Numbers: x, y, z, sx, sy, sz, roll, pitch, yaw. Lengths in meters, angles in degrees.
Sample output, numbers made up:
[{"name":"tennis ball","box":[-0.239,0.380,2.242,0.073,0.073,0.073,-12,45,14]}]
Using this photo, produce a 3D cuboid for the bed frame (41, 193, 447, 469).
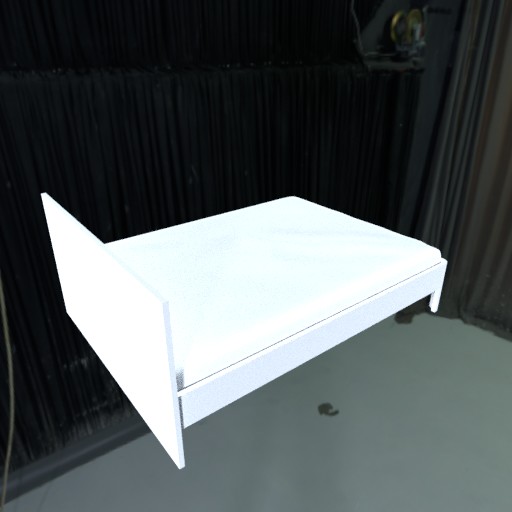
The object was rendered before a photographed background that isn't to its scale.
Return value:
[{"name":"bed frame","box":[0.000,0.000,2.714,1.950,0.800,1.490,-19,31,-34]}]
